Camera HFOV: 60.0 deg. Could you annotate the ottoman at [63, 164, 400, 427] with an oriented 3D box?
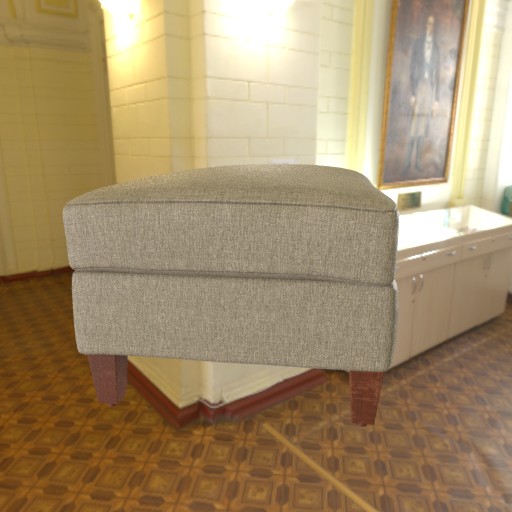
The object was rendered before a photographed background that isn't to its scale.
[{"bbox_3d":[0.000,0.000,1.215,0.639,0.494,0.873,2,14,7],"label":"ottoman"}]
